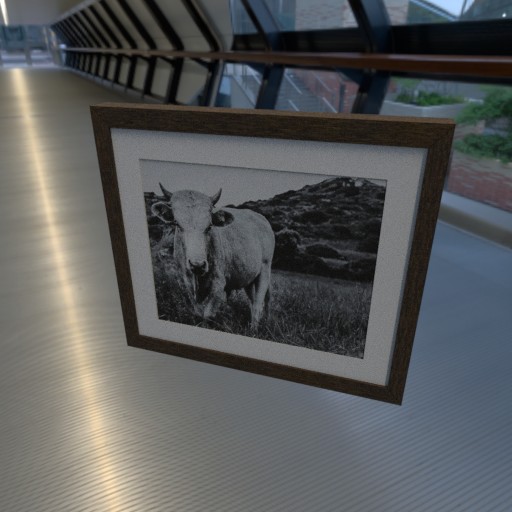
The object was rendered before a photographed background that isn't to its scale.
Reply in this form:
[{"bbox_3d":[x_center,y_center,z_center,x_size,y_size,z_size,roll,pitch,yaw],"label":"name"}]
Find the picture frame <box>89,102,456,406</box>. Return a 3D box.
[{"bbox_3d":[0.000,0.000,0.527,0.378,0.330,0.033,8,27,16],"label":"picture frame"}]
